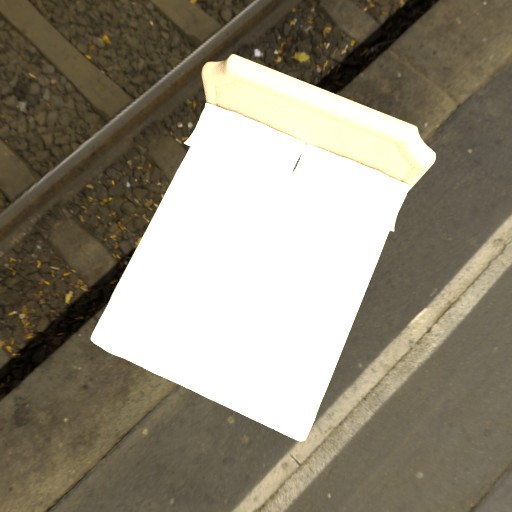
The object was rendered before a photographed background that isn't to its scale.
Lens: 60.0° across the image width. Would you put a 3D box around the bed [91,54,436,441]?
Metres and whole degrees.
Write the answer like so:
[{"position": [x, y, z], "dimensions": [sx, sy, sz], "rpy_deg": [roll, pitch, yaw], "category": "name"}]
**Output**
[{"position": [0.000, 0.000, 3.886], "dimensions": [2.134, 1.524, 2.548], "rpy_deg": [24, 78, 5], "category": "bed"}]
